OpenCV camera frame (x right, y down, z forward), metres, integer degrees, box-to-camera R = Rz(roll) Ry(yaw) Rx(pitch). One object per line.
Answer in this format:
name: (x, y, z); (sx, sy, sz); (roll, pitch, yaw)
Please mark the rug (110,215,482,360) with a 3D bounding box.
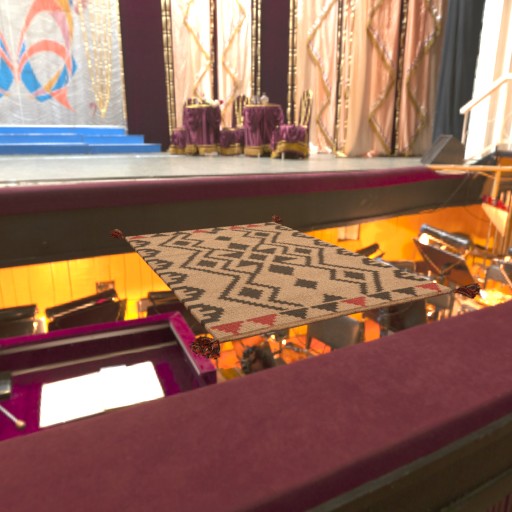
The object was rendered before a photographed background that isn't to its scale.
rug: (0.000, 0.000, 2.672); (1.444, 0.067, 2.069); (-8, 18, -25)
